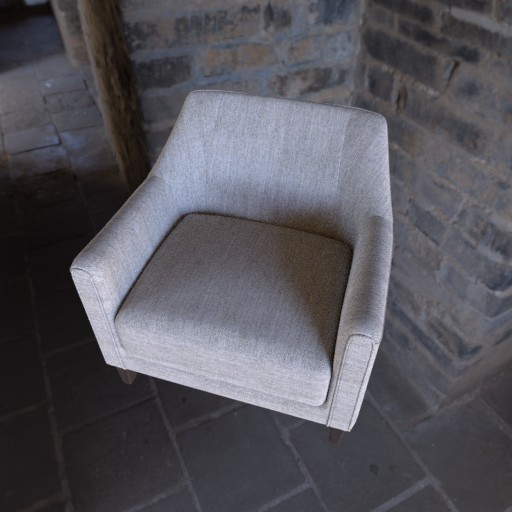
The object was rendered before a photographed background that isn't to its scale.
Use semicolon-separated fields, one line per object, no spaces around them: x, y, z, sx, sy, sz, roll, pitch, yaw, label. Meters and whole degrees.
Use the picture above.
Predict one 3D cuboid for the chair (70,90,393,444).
0.000;0.000;1.415;0.796;0.761;0.758;12;44;12;chair
